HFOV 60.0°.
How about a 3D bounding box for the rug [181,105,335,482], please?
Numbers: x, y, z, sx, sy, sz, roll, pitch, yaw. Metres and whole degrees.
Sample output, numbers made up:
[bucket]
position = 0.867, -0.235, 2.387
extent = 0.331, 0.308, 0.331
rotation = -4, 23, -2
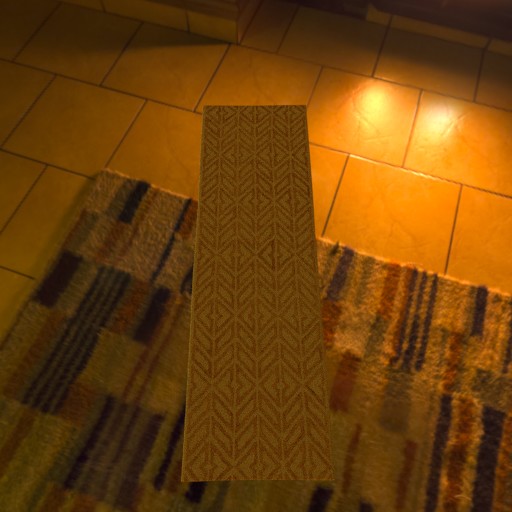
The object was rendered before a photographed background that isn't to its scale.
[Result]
[rug]
position = 0.000, 0.000, 2.689
extent = 0.750, 0.009, 2.435
rotation = 0, 64, 0
